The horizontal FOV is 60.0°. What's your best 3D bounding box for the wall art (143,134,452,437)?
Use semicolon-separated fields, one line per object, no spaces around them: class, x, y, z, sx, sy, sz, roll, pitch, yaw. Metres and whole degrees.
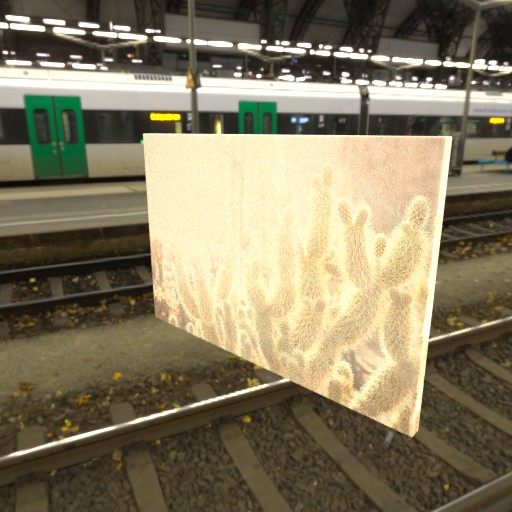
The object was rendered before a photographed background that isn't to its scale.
wall art;0.000;0.000;1.438;1.142;0.758;0.041;14;21;41
